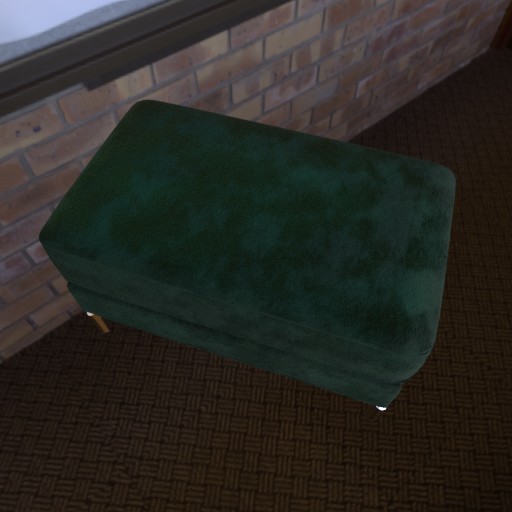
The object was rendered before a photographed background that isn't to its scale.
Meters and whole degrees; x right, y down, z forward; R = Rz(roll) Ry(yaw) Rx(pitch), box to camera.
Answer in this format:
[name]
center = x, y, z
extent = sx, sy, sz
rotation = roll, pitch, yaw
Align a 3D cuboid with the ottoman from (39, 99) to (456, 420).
[ottoman]
center = 0.000, 0.000, 1.220
extent = 0.886, 0.533, 0.536
rotation = 16, 58, 10
